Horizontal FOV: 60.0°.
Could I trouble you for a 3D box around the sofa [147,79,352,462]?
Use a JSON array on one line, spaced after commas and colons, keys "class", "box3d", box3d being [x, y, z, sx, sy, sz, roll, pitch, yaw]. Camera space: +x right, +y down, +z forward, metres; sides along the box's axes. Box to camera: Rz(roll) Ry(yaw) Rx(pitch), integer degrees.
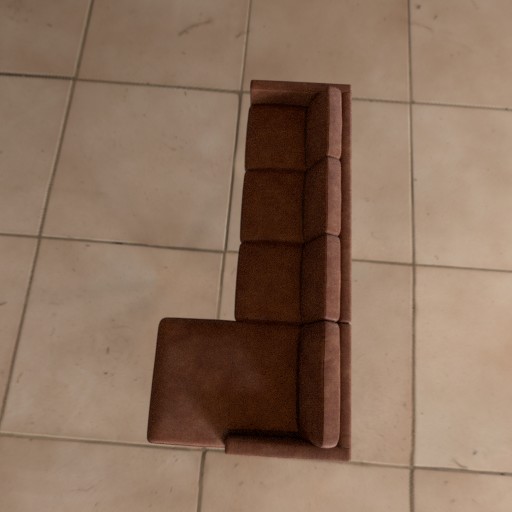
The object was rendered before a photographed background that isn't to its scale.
[{"class": "sofa", "box3d": [0.000, 0.000, 3.943, 1.581, 0.883, 3.203, 3, 75, 1]}]
